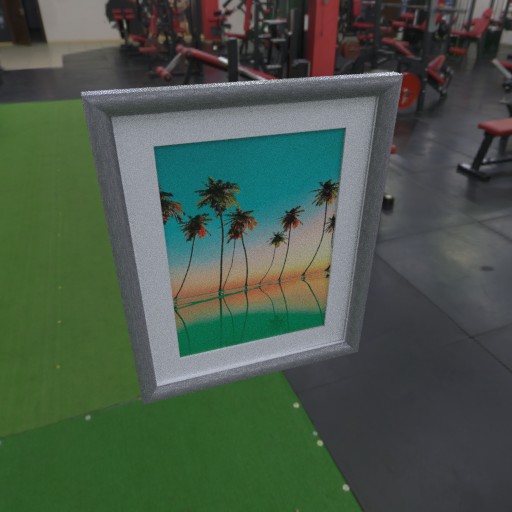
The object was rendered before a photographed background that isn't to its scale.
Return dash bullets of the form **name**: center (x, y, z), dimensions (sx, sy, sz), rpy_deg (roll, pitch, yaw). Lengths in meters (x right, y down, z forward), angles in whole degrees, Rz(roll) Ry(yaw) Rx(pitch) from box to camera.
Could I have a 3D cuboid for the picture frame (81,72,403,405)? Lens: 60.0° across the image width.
- **picture frame**: center (0.000, 0.000, 0.755), dimensions (0.454, 0.559, 0.029), rpy_deg (-10, 33, -15)
